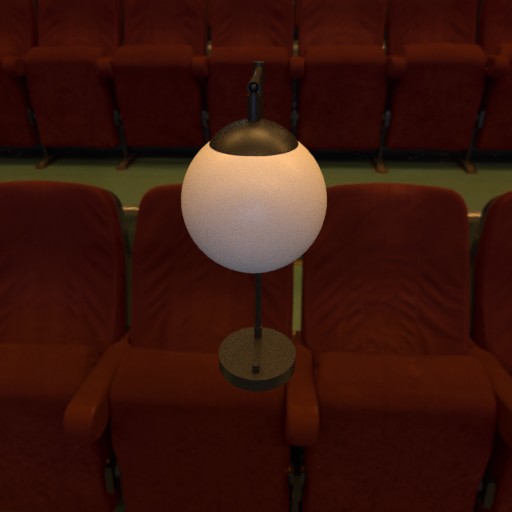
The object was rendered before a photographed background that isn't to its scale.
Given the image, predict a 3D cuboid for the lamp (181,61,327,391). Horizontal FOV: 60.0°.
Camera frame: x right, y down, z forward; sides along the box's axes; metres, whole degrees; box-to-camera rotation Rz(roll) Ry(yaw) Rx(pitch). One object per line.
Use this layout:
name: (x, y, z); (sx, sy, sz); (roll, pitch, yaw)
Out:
lamp: (0.000, 0.000, 0.718); (0.197, 0.559, 0.316); (1, 30, 2)
